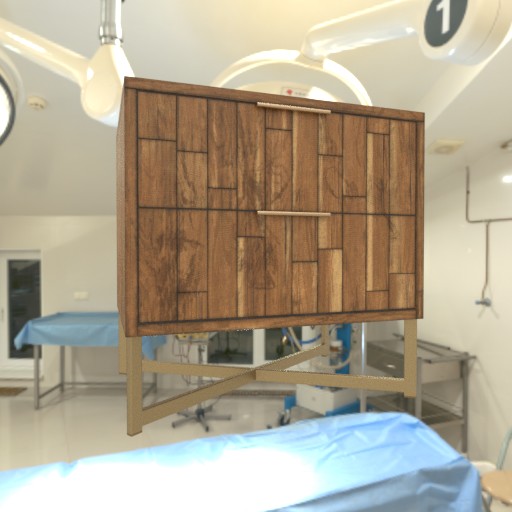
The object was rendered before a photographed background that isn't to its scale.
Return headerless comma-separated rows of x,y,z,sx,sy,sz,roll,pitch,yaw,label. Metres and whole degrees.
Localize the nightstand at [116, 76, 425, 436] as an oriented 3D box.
0.000,0.000,1.040,0.610,0.610,0.446,0,1,-19,nightstand
